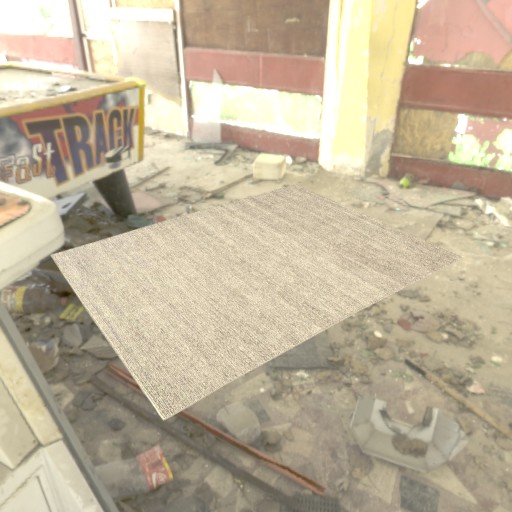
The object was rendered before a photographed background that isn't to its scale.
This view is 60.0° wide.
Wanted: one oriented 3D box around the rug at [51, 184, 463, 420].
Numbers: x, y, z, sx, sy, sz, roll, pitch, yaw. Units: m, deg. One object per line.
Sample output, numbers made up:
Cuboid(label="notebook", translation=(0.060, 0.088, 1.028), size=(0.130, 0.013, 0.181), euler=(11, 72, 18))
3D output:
Cuboid(label="rug", translation=(0.000, 0.000, 4.296), size=(3.202, 0.045, 2.434), euler=(-21, 36, -31))
